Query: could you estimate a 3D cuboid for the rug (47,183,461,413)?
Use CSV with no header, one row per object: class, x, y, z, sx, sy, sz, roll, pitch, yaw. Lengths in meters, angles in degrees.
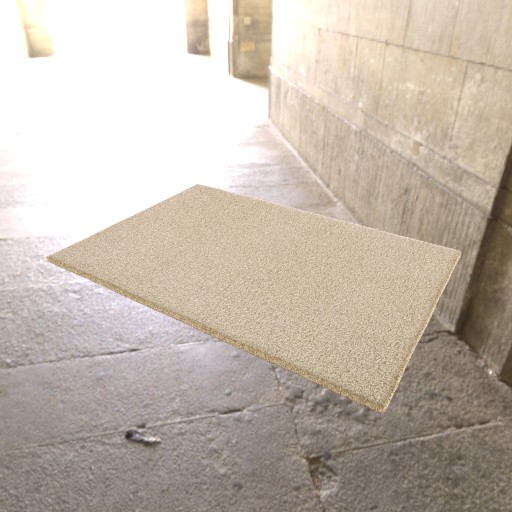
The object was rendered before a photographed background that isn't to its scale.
rug,0.000,0.000,2.291,1.778,0.030,1.219,18,35,28
